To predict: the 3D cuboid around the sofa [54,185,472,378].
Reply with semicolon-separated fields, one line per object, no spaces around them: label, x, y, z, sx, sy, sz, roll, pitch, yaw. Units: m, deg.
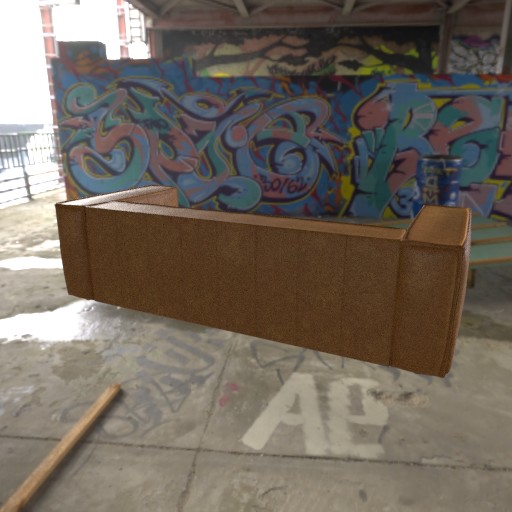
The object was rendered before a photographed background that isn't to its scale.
sofa;0.000;0.000;2.988;2.581;0.701;1.102;8;18;25
